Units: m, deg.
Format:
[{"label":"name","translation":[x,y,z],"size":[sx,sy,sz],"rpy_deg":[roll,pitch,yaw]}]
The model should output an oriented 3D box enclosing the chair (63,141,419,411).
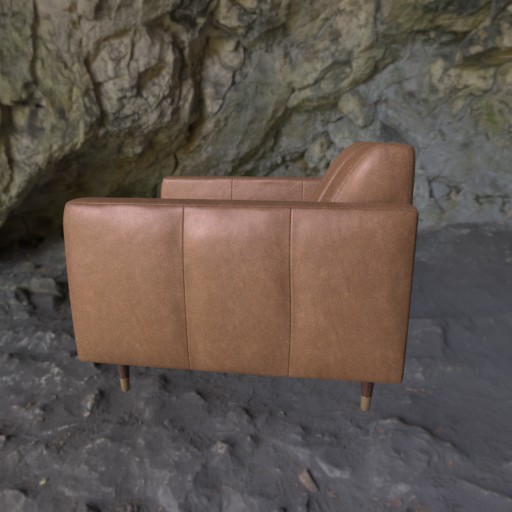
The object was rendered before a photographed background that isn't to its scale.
[{"label":"chair","translation":[0.000,0.000,1.646],"size":[0.998,0.819,0.953],"rpy_deg":[2,15,8]}]
